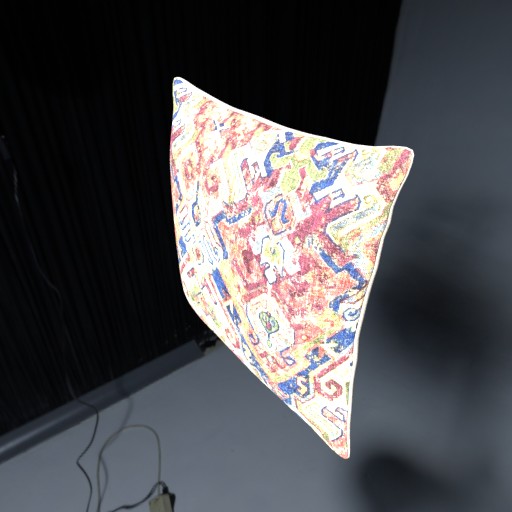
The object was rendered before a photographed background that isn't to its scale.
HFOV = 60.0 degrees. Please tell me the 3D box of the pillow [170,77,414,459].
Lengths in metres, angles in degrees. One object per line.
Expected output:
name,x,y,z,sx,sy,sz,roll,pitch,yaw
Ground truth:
pillow,0.000,0.000,0.755,0.166,0.506,0.523,-21,37,-30
